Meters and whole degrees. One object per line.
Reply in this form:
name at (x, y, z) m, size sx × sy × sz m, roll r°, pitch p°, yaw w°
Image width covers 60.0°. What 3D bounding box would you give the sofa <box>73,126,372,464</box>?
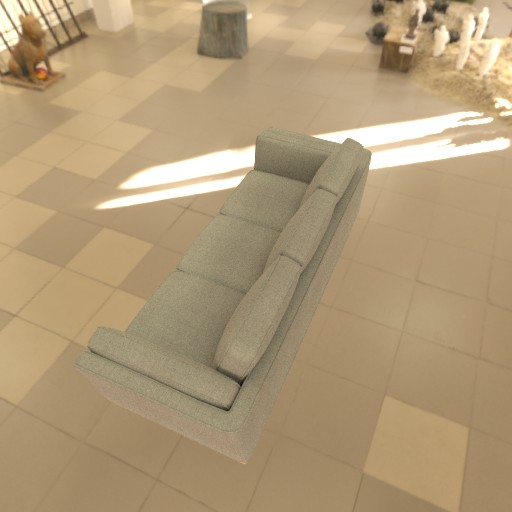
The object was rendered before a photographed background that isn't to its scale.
sofa at (0.000, 0.000, 2.859) m, size 0.903 × 0.899 × 2.362 m, roll 18°, pitch 49°, yaw 16°
